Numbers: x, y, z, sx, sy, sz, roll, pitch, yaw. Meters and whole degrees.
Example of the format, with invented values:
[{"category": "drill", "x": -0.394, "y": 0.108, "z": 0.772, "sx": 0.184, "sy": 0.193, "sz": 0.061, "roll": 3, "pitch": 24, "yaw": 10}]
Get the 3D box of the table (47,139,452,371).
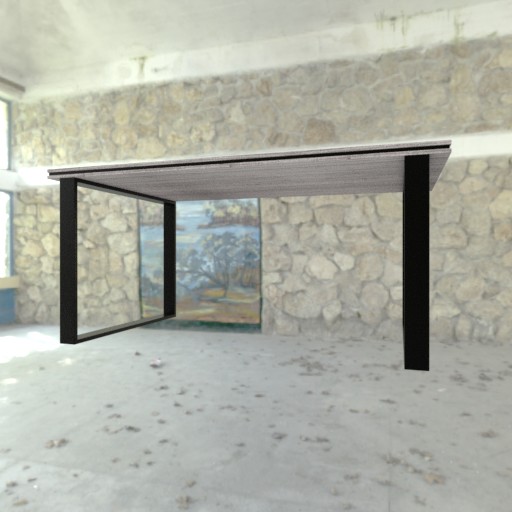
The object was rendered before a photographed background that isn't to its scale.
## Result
[{"category": "table", "x": 0.000, "y": 0.000, "z": 2.059, "sx": 1.579, "sy": 0.736, "sz": 0.881, "roll": 0, "pitch": 0, "yaw": 18}]
